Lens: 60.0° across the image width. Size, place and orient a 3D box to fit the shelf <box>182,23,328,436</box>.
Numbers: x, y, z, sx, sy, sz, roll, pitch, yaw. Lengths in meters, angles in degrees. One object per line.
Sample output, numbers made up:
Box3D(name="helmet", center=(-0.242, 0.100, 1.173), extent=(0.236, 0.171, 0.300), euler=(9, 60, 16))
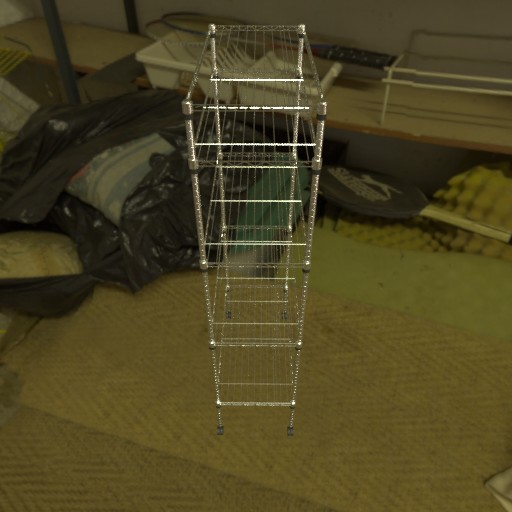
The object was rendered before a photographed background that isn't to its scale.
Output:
Box3D(name="shelf", center=(0.000, 0.000, 1.847), extent=(0.356, 1.587, 0.762), euler=(0, 41, 0))
